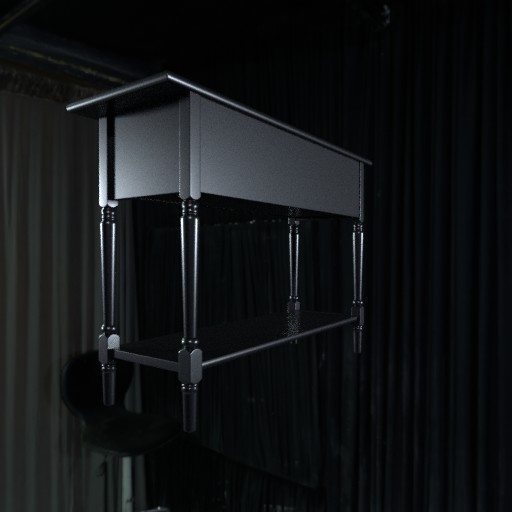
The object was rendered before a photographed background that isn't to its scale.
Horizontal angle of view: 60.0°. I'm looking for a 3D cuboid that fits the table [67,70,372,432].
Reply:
[{"bbox_3d":[0.000,0.000,1.552,0.386,0.819,1.191,0,1,36],"label":"table"}]
